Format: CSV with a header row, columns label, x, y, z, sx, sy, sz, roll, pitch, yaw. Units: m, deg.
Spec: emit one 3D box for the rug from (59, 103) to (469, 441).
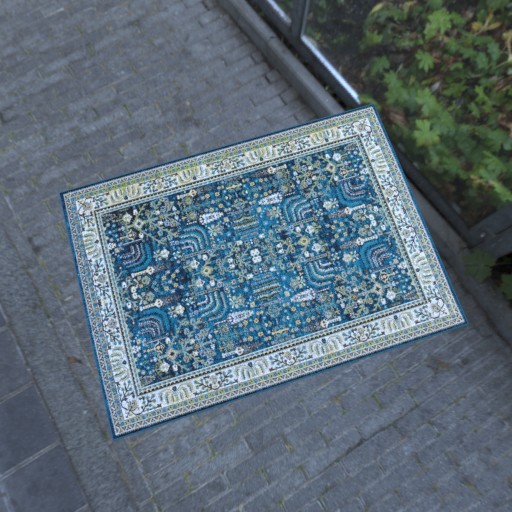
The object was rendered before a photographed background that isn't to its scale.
label,x,y,z,sx,sy,sz,roll,pitch,yaw
rug,0.000,0.000,2.802,2.213,0.013,1.594,-17,76,-4
